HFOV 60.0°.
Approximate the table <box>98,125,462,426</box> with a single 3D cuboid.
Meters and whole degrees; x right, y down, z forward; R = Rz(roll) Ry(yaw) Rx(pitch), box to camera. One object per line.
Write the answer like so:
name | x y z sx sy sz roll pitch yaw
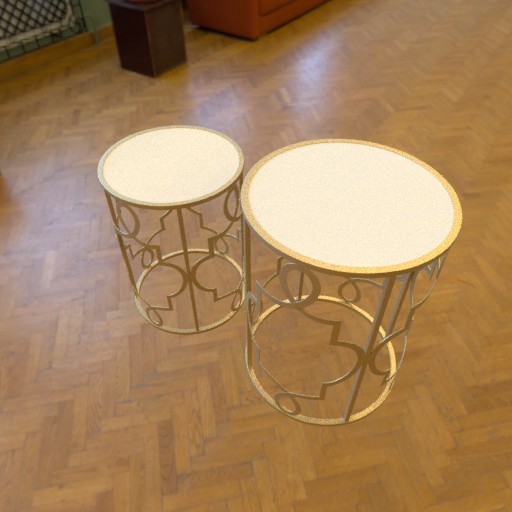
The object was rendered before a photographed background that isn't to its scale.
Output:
table | 0.000 0.000 1.142 0.846 0.564 0.420 24 50 22
